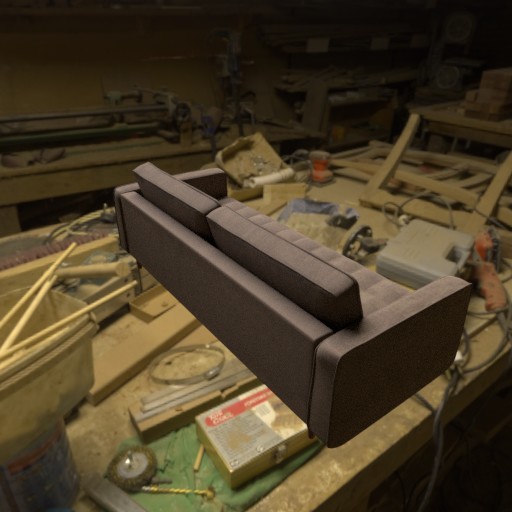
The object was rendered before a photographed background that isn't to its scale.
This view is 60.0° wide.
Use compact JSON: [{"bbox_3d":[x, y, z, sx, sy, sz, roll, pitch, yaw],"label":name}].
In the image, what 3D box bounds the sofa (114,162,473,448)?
[{"bbox_3d":[0.000,0.000,2.704,0.923,0.813,2.295,-19,34,-31],"label":"sofa"}]
